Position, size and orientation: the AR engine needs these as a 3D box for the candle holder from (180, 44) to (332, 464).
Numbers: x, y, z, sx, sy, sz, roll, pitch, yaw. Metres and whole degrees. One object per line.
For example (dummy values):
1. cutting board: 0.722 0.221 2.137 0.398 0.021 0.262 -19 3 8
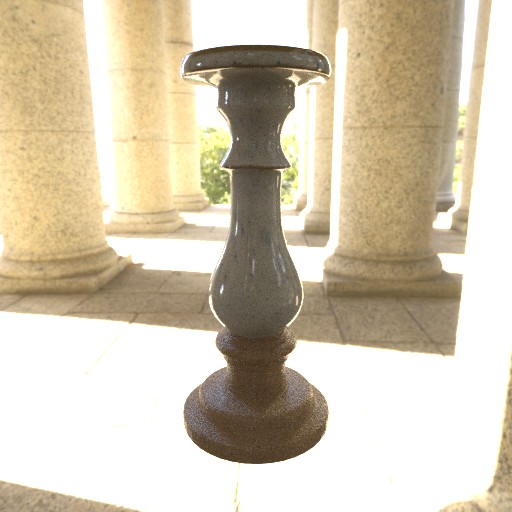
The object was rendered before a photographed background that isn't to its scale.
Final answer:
1. candle holder: 0.000 0.000 0.247 0.088 0.203 0.088 0 13 0
